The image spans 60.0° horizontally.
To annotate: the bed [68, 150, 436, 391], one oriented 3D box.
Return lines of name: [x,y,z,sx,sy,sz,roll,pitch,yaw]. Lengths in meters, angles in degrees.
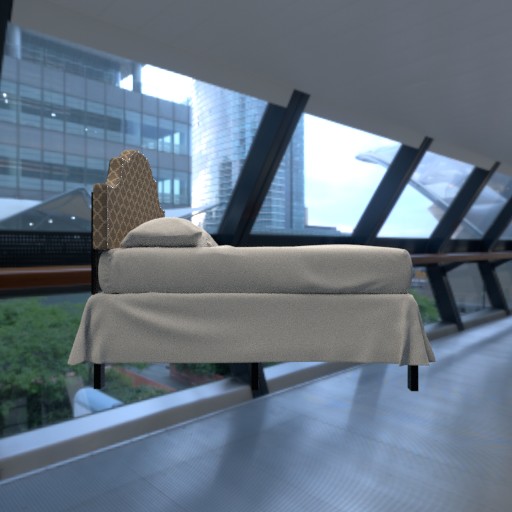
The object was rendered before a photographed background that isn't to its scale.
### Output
bed: [0.000,0.000,3.485,2.222,1.633,1.780,0,0,1]
